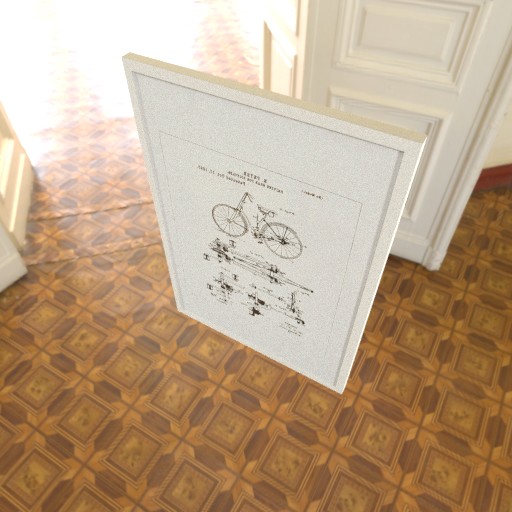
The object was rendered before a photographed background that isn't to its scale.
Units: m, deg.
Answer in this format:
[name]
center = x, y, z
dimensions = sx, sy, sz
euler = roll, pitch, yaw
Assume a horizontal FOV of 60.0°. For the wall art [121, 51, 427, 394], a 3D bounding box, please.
[wall art]
center = 0.000, 0.000, 0.608
dimensions = 0.332, 0.477, 0.015
euler = 23, 52, 20
